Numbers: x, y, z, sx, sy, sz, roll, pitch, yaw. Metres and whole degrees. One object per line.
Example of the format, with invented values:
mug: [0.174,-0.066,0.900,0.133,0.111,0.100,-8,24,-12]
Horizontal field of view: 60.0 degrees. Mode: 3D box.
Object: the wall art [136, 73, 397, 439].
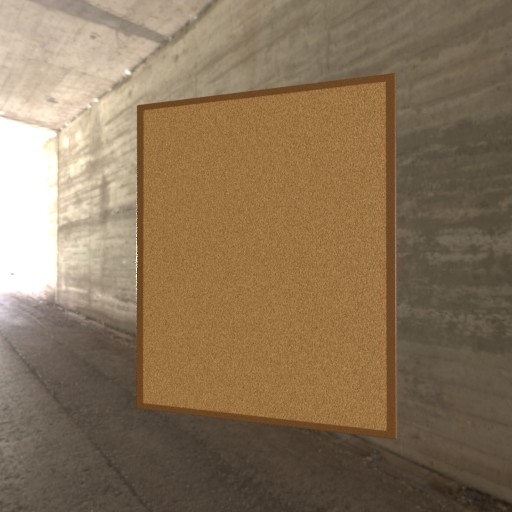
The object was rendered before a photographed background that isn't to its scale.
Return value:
wall art: [0.000,0.000,0.742,0.449,0.550,0.021,0,-1,18]
